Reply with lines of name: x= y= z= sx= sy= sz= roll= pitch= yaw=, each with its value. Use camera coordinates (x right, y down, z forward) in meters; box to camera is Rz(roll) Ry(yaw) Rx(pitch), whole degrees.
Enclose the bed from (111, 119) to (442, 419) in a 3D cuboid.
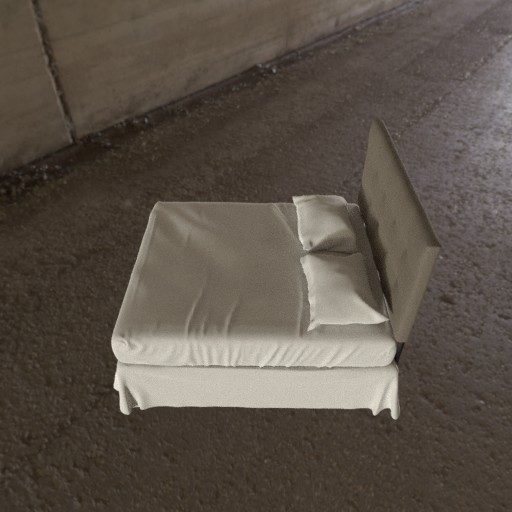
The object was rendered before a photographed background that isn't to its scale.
bed: x=0.000 y=0.000 z=3.526 sx=2.222 sy=1.577 sz=1.936 roll=1 pitch=41 yaw=1
